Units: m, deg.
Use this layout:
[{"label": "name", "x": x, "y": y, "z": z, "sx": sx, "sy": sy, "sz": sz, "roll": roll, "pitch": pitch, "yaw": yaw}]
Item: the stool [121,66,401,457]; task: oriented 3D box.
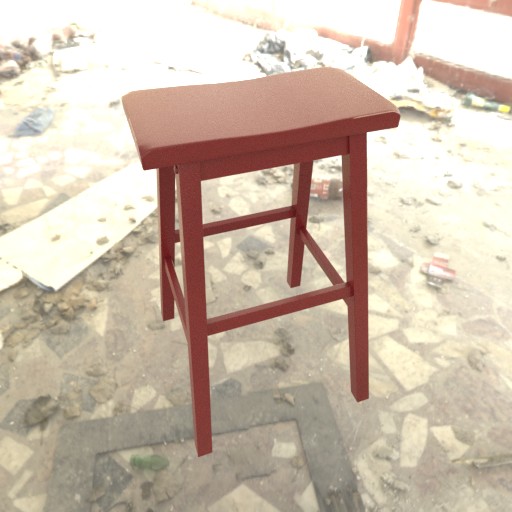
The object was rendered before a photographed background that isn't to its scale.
[{"label": "stool", "x": 0.000, "y": 0.000, "z": 1.028, "sx": 0.457, "sy": 0.737, "sz": 0.476, "roll": -13, "pitch": 43, "yaw": -15}]
